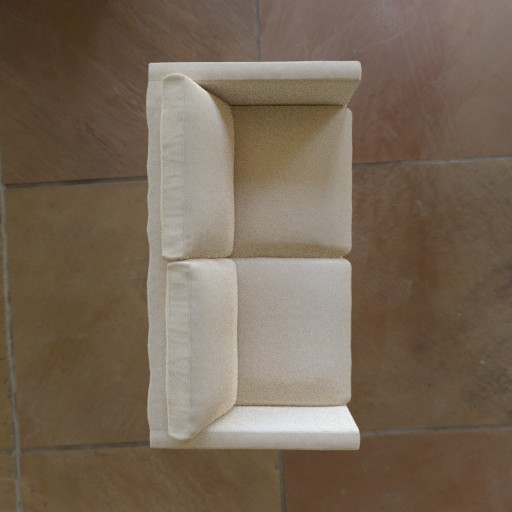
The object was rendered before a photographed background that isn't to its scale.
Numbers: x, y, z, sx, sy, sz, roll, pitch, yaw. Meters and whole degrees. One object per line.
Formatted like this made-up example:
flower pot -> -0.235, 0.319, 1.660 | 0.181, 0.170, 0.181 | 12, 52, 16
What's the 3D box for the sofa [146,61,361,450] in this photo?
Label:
sofa -> 0.000, 0.000, 2.238 | 0.962, 0.834, 1.746 | 0, 91, 1
